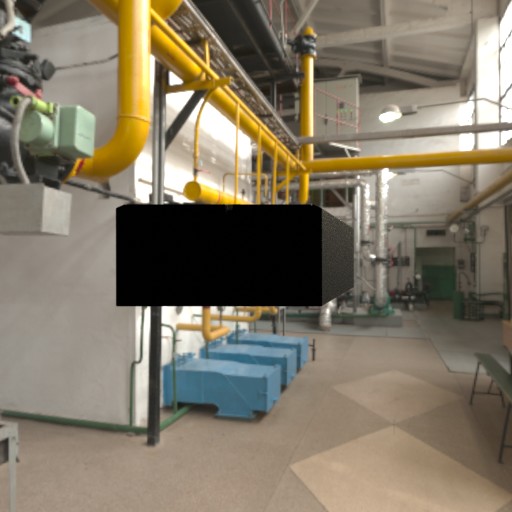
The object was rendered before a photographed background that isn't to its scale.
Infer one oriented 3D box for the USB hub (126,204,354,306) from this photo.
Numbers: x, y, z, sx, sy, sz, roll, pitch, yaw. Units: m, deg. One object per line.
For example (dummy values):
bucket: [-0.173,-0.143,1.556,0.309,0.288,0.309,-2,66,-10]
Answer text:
USB hub: [0.000,0.000,0.125,0.044,0.023,0.110,0,0,18]
